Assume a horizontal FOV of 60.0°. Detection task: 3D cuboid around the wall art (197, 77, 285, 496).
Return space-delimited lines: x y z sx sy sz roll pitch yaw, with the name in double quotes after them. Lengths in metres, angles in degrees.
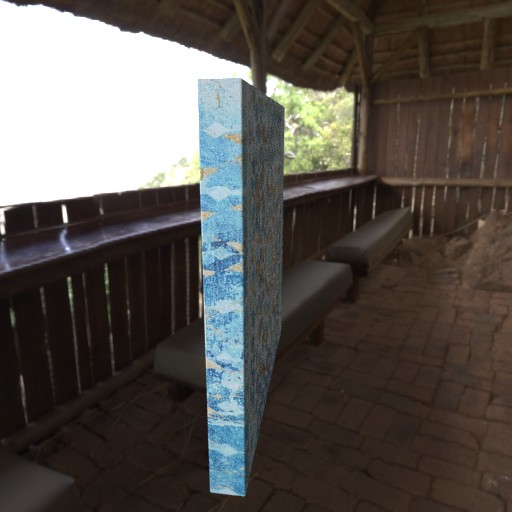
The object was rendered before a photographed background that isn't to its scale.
0.000 0.000 0.601 0.037 0.405 0.405 2 16 8 "wall art"
